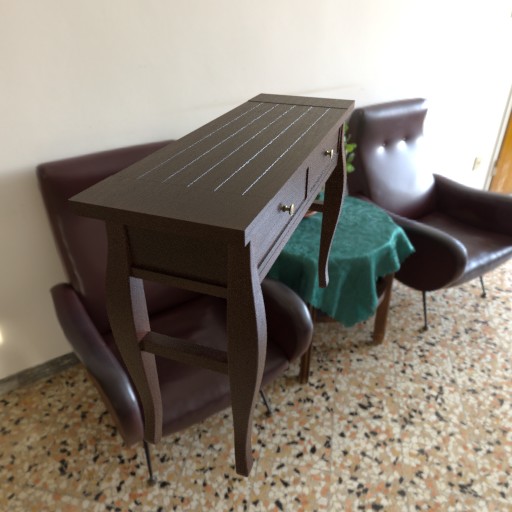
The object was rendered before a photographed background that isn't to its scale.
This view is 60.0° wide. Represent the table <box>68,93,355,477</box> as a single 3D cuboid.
[{"bbox_3d":[0.000,0.000,1.400,0.373,0.768,1.062,11,33,17],"label":"table"}]
